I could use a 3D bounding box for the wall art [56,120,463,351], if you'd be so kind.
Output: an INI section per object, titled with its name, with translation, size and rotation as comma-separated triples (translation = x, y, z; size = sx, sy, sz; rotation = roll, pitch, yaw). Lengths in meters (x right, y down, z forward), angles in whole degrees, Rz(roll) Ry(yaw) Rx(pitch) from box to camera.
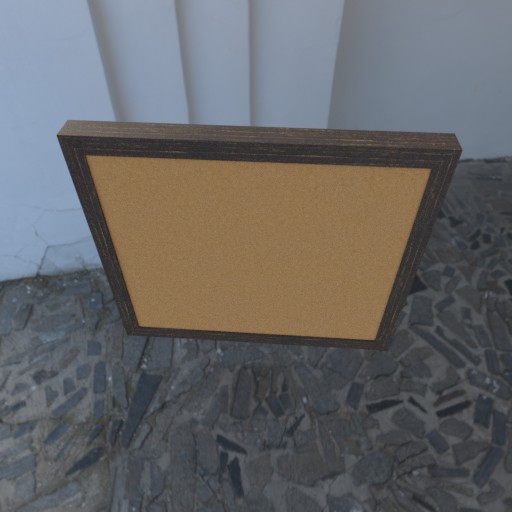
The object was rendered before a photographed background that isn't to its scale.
[wall art]
translation = 0.000, 0.000, 0.542
size = 0.381, 0.330, 0.031
rotation = 3, 45, 3
